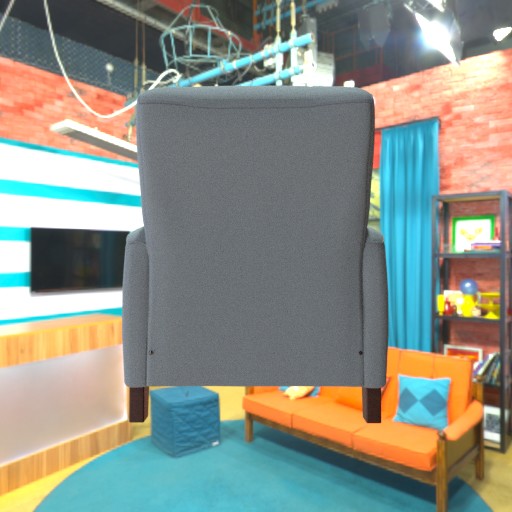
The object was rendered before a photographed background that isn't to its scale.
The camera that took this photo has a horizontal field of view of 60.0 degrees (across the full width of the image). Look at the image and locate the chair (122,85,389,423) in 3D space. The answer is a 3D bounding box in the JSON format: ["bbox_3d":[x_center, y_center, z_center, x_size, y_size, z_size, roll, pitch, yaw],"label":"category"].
[{"bbox_3d":[0.000,0.000,1.668,0.853,1.007,0.846,0,0,1],"label":"chair"}]
